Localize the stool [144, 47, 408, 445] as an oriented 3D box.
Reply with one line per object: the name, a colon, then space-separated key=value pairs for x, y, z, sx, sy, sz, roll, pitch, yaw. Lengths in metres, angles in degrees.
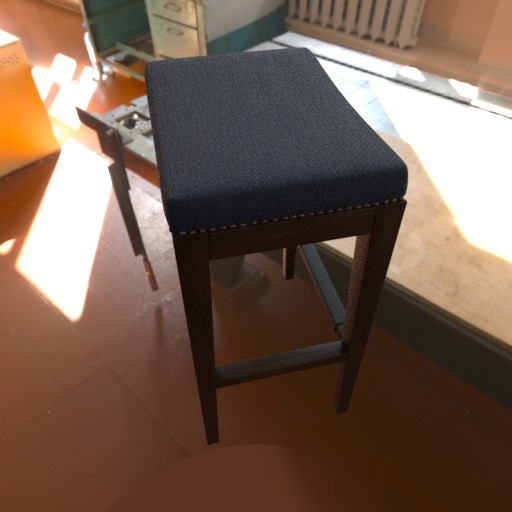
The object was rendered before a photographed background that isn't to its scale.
stool: x=0.000 y=0.000 z=1.009 sx=0.358 sy=0.740 sz=0.498 roll=-10 pitch=46 yaw=-9
